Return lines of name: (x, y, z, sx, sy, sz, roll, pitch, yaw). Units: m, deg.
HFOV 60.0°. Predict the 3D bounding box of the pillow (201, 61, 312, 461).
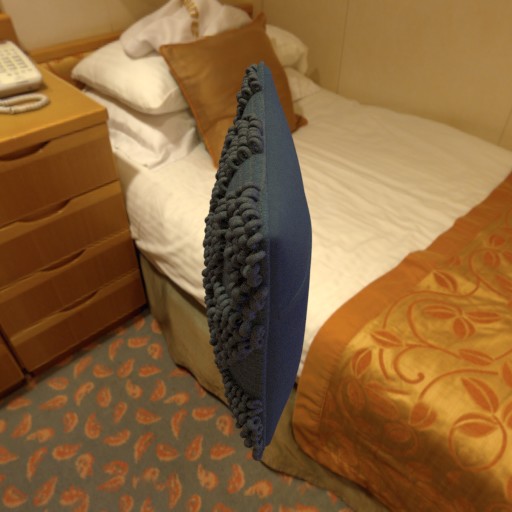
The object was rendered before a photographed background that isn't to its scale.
pillow: (0.000, 0.000, 0.718, 0.172, 0.466, 0.469, 0, 42, 0)
